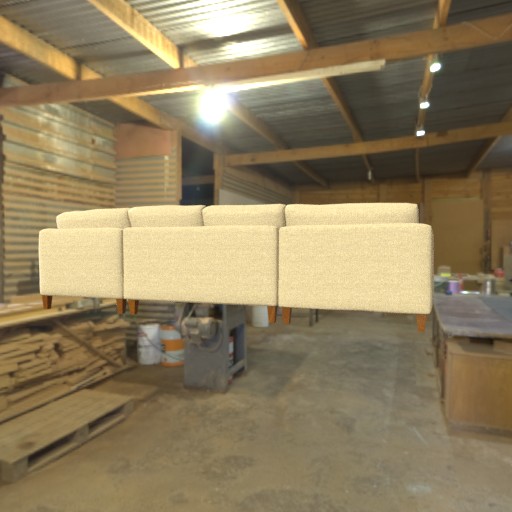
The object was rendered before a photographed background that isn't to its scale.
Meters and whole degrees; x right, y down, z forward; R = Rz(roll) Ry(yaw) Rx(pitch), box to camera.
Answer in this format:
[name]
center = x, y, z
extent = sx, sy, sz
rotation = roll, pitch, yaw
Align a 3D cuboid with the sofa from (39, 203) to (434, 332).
[sofa]
center = 0.000, 0.000, 4.796
extent = 3.460, 0.961, 2.594
rotation = 1, 2, 19
